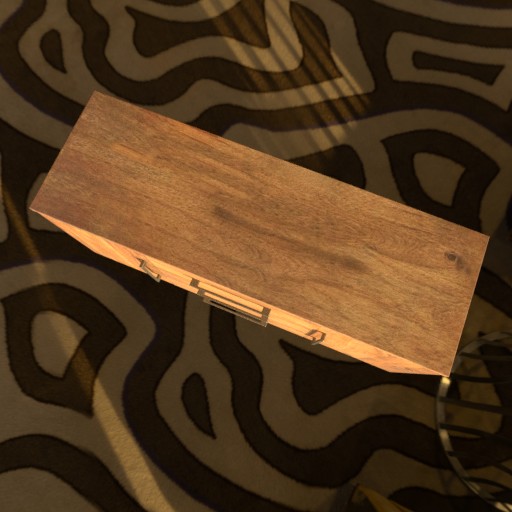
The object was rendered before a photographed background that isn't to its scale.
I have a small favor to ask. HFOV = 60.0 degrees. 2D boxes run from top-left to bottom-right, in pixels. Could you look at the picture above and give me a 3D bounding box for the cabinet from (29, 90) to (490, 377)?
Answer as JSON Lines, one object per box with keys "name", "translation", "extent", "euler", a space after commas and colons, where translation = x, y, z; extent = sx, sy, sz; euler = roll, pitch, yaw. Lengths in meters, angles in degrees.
{"name": "cabinet", "translation": [0.000, 0.000, 1.780], "extent": [1.373, 0.812, 0.480], "euler": [21, 77, 5]}
